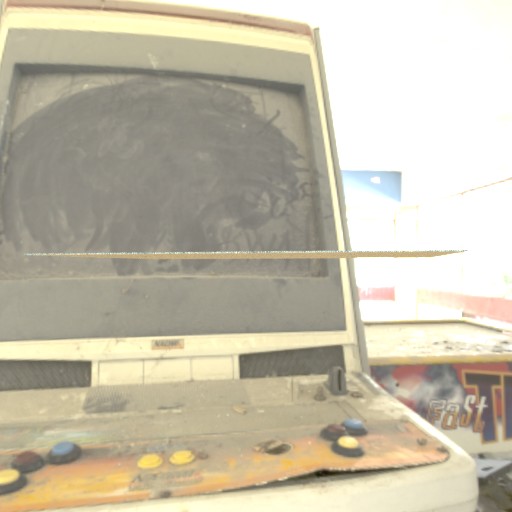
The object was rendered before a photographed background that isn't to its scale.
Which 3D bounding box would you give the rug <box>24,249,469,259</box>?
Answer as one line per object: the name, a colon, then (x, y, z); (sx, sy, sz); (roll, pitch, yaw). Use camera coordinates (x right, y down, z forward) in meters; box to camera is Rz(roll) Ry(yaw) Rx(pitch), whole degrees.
rug: (0.000, 0.000, 2.220); (1.752, 0.006, 1.142); (0, -1, 16)
